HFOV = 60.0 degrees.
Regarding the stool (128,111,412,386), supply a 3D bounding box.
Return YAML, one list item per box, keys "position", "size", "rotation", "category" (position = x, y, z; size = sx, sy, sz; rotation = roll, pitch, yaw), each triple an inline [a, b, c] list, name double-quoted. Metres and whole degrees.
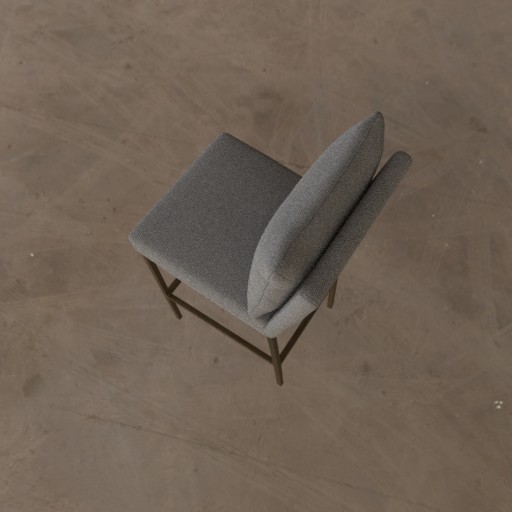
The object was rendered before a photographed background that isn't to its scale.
- position: [0.000, 0.000, 1.423]
  size: [0.569, 1.132, 0.463]
  rotation: [32, 69, 14]
  category: "stool"
